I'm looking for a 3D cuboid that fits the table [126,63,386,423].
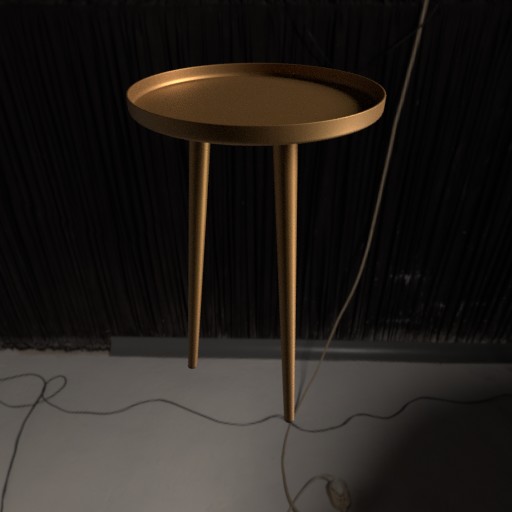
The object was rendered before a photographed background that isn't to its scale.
[{"bbox_3d":[0.000,0.000,0.656,0.299,0.480,0.299,0,34,0],"label":"table"}]
